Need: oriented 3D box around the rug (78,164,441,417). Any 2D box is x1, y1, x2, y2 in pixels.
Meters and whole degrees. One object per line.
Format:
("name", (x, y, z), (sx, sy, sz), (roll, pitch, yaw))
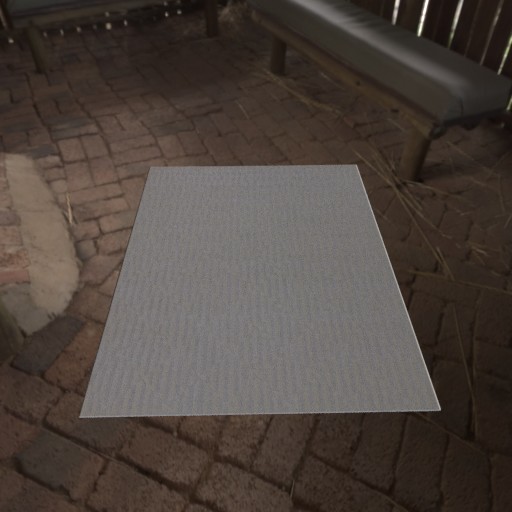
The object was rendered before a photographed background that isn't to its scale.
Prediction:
("rug", (0.000, 0.000, 4.051), (2.410, 0.021, 3.055), (-1, 43, -1))
